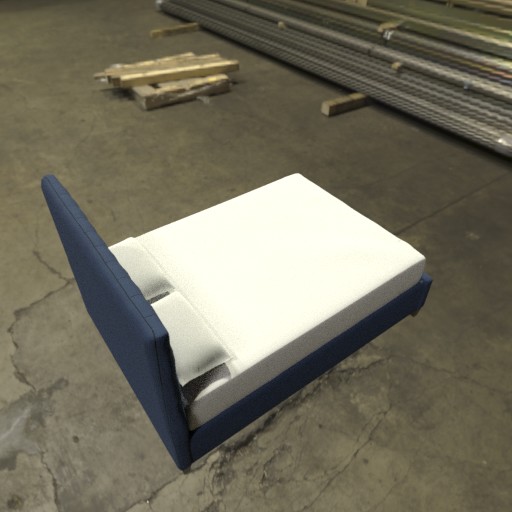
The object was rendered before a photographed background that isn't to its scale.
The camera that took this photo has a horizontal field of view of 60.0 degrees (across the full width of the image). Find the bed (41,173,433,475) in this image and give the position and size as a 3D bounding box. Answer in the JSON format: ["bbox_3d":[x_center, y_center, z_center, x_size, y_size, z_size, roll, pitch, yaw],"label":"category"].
[{"bbox_3d":[0.000,0.000,3.423,2.387,1.427,1.706,-26,48,-26],"label":"bed"}]
